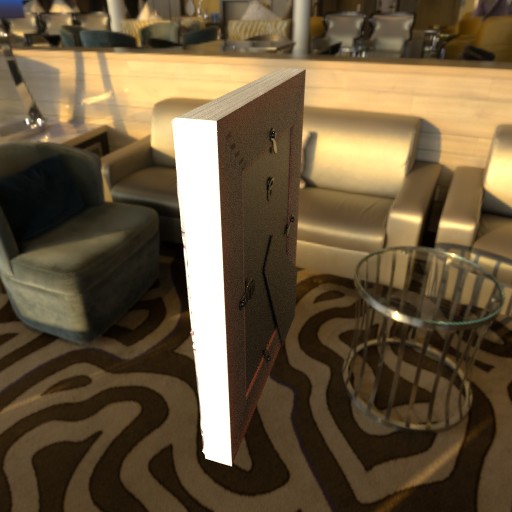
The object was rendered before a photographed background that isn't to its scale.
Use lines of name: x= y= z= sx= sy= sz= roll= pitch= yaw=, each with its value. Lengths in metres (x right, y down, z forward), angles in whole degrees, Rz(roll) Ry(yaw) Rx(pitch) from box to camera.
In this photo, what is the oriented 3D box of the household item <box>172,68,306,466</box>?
household item: x=0.000 y=0.000 z=0.299 sx=0.025 sy=0.216 sz=0.165 roll=9 pitch=31 yaw=15
